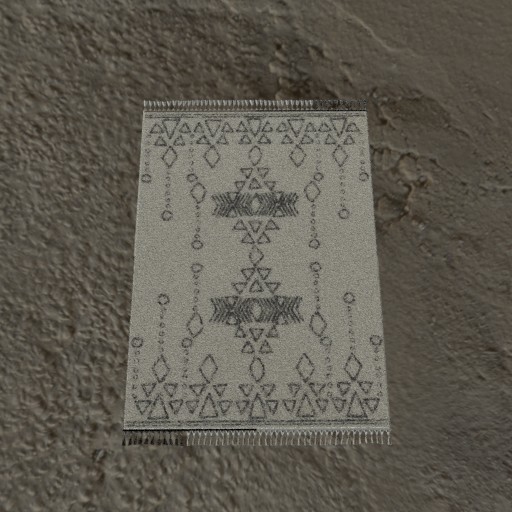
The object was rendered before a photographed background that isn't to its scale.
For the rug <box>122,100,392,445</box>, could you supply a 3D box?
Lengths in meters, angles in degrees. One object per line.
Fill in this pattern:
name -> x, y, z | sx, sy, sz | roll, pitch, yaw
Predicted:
rug -> 0.000, 0.000, 2.904 | 1.600, 0.013, 2.312 | 0, 76, 0
